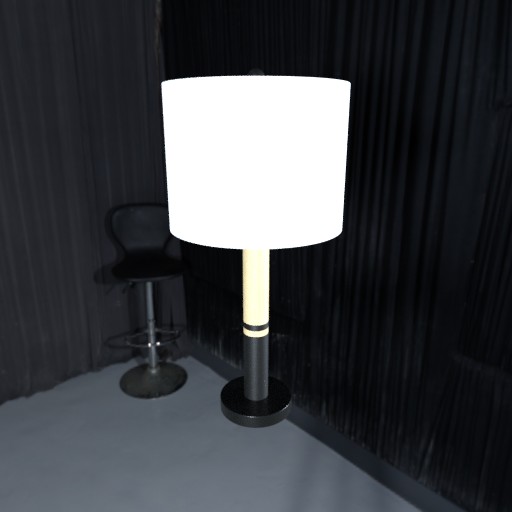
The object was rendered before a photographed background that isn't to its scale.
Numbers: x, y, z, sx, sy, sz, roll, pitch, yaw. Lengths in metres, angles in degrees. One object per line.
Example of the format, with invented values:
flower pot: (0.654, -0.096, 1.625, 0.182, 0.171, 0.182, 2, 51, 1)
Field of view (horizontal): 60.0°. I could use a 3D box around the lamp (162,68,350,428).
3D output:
lamp: (0.000, 0.000, 0.817, 0.305, 0.640, 0.305, -15, 23, -40)
